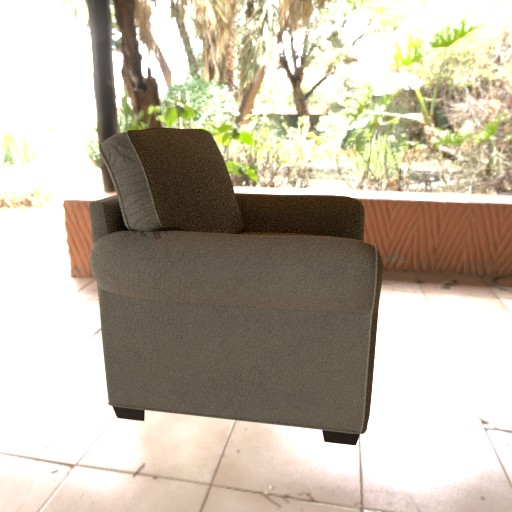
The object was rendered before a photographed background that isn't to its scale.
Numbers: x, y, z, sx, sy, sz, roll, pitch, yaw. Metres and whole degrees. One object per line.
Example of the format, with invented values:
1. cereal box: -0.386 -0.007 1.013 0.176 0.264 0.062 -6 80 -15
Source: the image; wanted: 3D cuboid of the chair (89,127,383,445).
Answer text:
1. chair: 0.000 0.000 1.877 0.939 1.044 1.147 3 16 10
